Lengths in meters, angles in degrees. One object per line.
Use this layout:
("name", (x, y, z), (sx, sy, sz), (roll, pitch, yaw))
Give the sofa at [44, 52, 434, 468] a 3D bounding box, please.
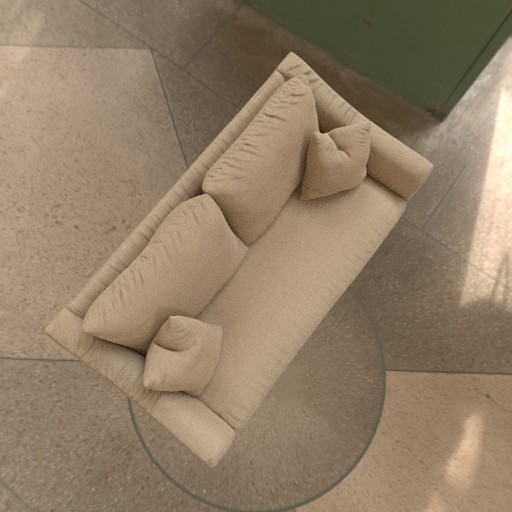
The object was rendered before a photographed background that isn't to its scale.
("sofa", (0.000, 0.000, 2.572), (1.072, 1.018, 2.010), (37, 79, 9))
